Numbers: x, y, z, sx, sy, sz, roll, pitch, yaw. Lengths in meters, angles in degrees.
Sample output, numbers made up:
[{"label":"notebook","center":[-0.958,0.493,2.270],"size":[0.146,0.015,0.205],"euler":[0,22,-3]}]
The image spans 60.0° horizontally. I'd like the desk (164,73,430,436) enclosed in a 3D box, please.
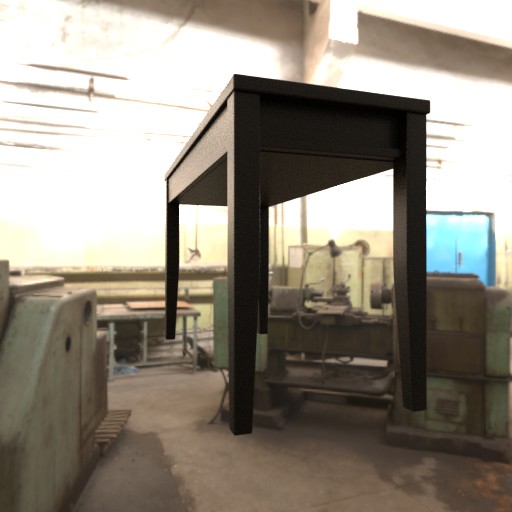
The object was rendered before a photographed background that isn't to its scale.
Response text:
[{"label":"desk","center":[0.000,0.000,1.597],"size":[0.508,0.775,1.220],"euler":[0,0,-19]}]
